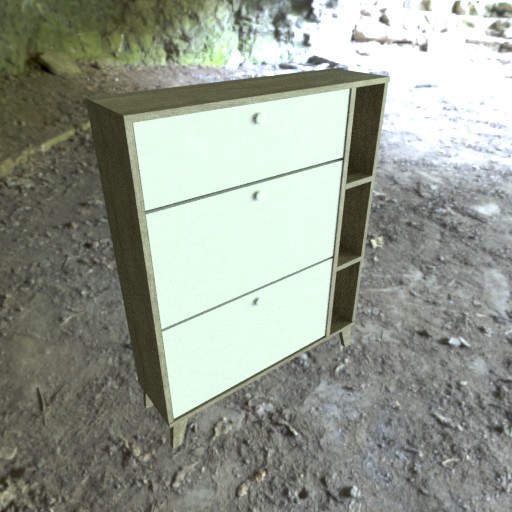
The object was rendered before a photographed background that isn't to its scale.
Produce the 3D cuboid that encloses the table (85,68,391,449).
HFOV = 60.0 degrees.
[{"bbox_3d":[0.000,0.000,1.565,0.902,1.135,0.256,-21,36,-31],"label":"table"}]
